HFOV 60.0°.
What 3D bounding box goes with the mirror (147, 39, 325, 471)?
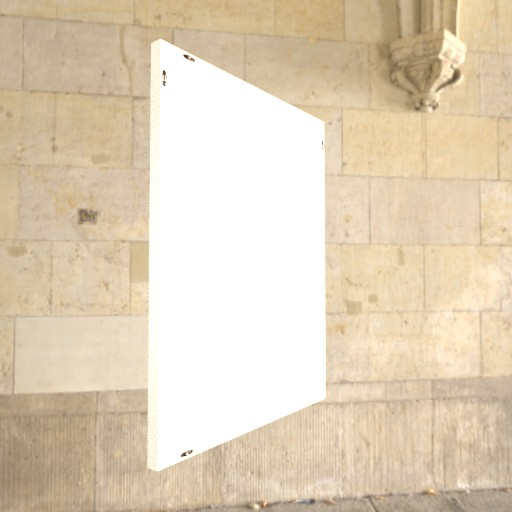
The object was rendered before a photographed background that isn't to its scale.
[{"bbox_3d":[0.000,0.000,1.344,0.040,1.016,0.762,-2,-3,39],"label":"mirror"}]
